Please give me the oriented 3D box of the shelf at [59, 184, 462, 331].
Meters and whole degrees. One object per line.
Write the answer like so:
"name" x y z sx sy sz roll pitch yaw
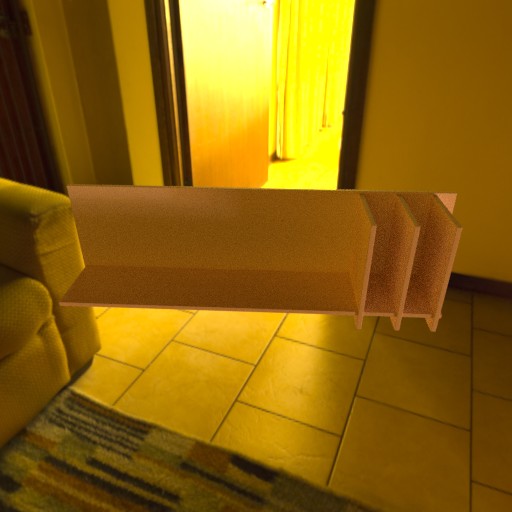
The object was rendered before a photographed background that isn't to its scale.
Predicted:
"shelf" 0.000 0.000 1.155 1.020 0.300 0.200 2 30 3
